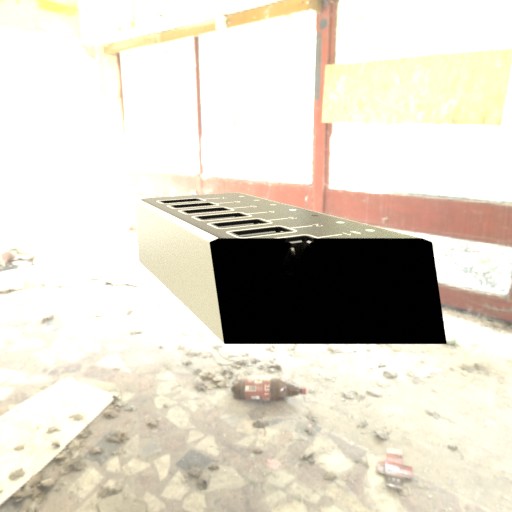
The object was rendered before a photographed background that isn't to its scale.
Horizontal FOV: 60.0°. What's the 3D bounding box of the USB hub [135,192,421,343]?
[{"bbox_3d":[0.000,0.000,0.129,0.044,0.023,0.110,-8,17,-27],"label":"USB hub"}]
